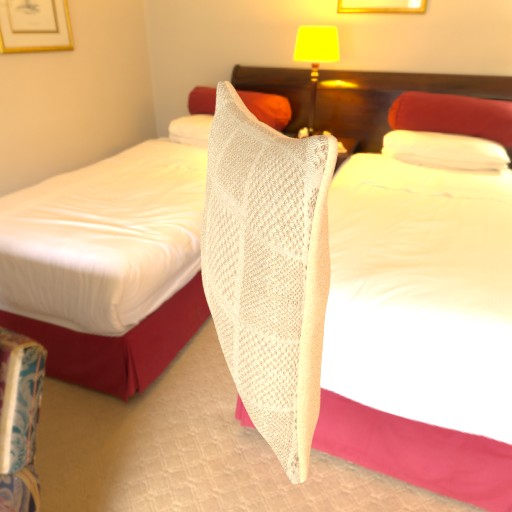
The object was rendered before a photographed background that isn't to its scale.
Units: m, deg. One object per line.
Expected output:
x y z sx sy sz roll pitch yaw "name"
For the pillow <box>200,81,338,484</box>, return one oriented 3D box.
0.000 0.000 0.641 0.138 0.432 0.436 -7 28 -13 "pillow"
